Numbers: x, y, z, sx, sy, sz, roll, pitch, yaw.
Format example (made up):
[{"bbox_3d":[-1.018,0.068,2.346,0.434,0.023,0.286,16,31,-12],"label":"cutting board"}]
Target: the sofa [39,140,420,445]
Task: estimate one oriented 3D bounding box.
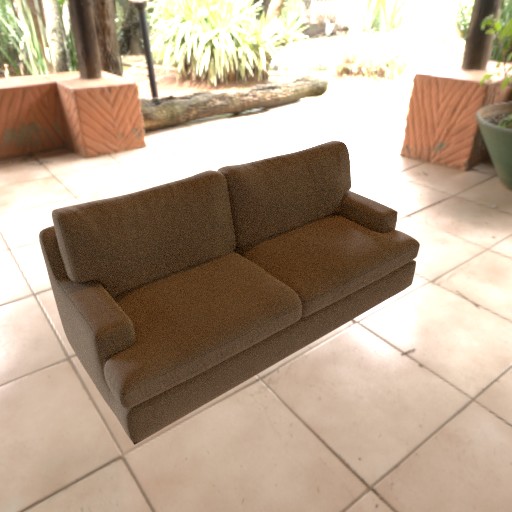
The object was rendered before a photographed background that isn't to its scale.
[{"bbox_3d":[0.000,0.000,2.657,2.147,0.925,0.929,-22,37,-32],"label":"sofa"}]
